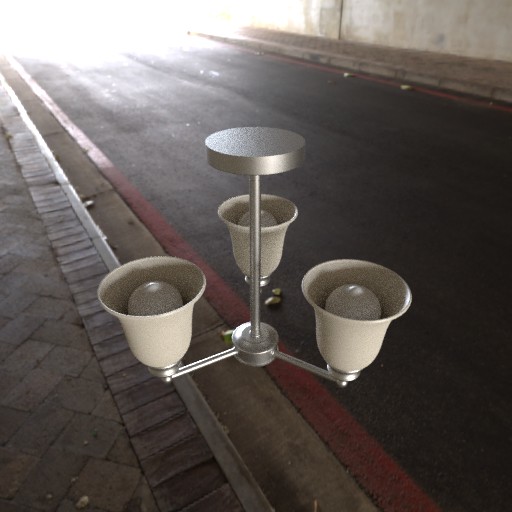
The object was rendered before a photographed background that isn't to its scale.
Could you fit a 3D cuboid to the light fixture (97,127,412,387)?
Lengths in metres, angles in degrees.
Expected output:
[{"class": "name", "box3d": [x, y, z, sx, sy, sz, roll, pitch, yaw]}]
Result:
[{"class": "light fixture", "box3d": [0.000, 0.000, 0.661, 0.388, 0.370, 0.354, 1, 31, 1]}]
